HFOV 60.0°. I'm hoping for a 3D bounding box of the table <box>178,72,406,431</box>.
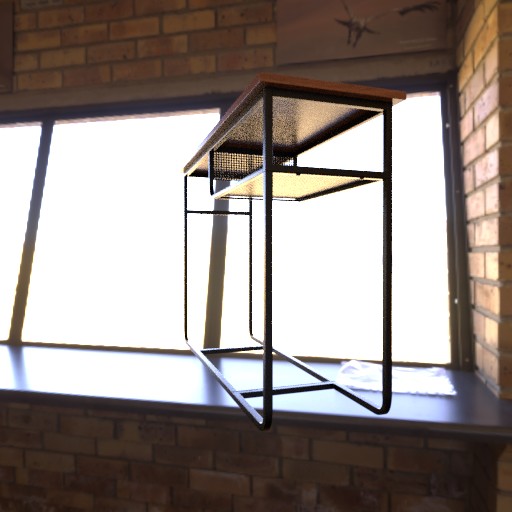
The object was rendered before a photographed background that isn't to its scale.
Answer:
[{"bbox_3d":[0.000,0.000,1.471,0.350,0.750,1.100,0,0,-18],"label":"table"}]
